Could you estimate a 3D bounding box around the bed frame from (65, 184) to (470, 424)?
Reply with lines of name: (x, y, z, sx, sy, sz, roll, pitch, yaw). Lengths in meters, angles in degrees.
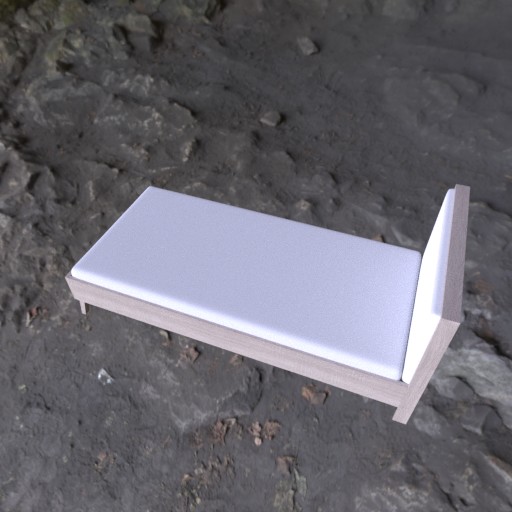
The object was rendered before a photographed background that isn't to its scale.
bed frame: (0.000, 0.000, 2.704, 2.140, 0.920, 0.990, 15, 47, 15)
